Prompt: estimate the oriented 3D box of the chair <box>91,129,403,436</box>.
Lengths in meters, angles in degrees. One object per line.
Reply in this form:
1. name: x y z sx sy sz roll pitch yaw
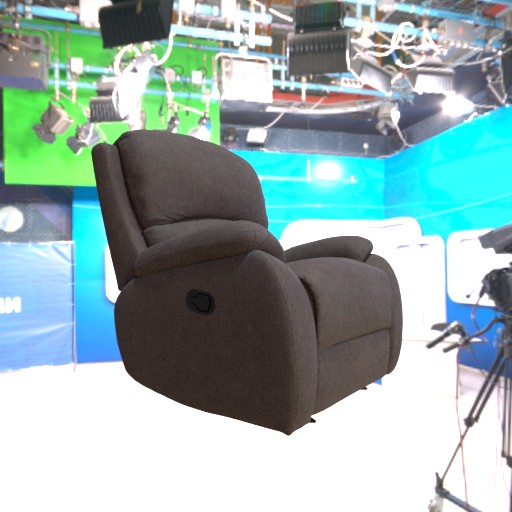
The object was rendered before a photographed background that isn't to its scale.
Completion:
1. chair: 0.000 0.000 1.721 0.899 1.011 0.930 0 -1 35
